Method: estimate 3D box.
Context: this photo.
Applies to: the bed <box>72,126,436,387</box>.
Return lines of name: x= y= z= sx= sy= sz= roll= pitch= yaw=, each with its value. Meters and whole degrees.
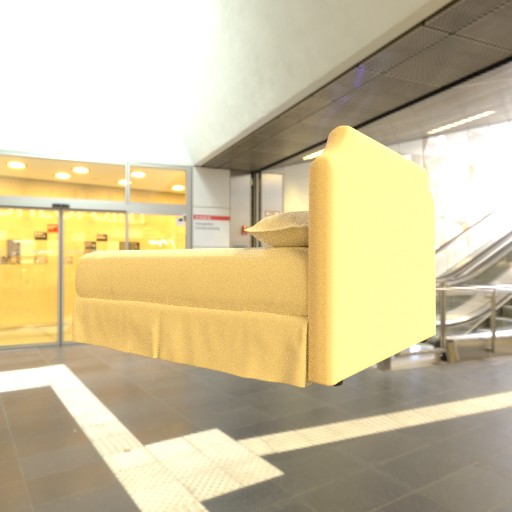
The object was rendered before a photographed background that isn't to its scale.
bed: x=0.000 y=0.000 z=3.958 sx=2.548 sy=1.524 sz=2.134 roll=0 pitch=-1 yaw=37
